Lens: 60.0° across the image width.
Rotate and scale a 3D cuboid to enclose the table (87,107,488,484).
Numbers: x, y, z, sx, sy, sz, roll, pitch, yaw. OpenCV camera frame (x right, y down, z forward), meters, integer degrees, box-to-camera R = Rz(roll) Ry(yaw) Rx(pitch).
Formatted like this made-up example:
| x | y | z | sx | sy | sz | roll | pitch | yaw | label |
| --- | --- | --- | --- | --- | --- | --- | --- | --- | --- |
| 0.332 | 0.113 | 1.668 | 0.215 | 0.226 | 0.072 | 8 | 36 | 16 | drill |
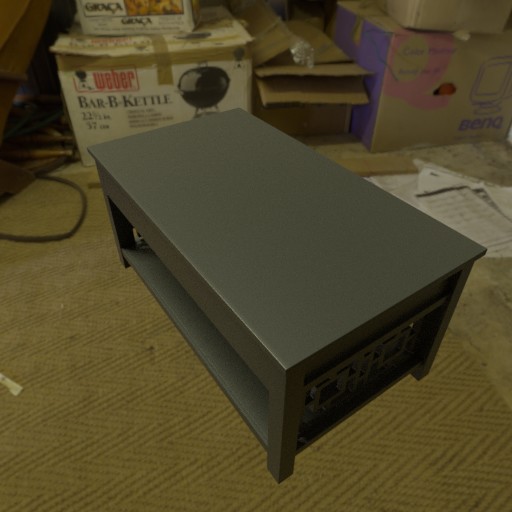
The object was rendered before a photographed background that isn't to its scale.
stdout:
| x | y | z | sx | sy | sz | roll | pitch | yaw | label |
| --- | --- | --- | --- | --- | --- | --- | --- | --- | --- |
| 0.000 | 0.000 | 1.407 | 0.612 | 0.493 | 1.068 | -24 | 45 | -26 | table |
